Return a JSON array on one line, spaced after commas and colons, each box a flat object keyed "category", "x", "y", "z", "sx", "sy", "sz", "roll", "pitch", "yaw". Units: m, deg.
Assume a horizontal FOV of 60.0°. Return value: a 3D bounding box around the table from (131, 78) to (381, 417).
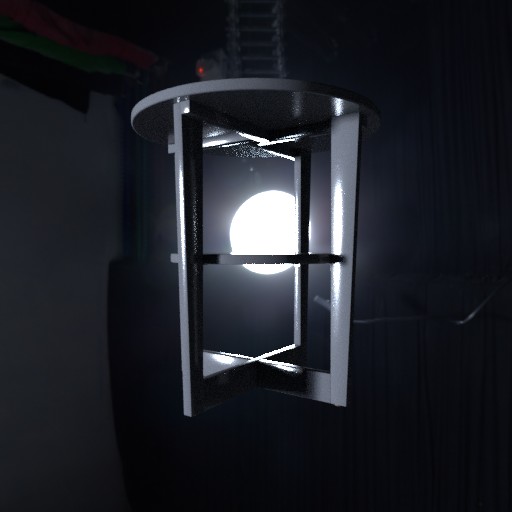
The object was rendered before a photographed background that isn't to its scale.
[{"category": "table", "x": 0.000, "y": 0.000, "z": 0.927, "sx": 0.500, "sy": 0.550, "sz": 0.500, "roll": 0, "pitch": 1, "yaw": 0}]
